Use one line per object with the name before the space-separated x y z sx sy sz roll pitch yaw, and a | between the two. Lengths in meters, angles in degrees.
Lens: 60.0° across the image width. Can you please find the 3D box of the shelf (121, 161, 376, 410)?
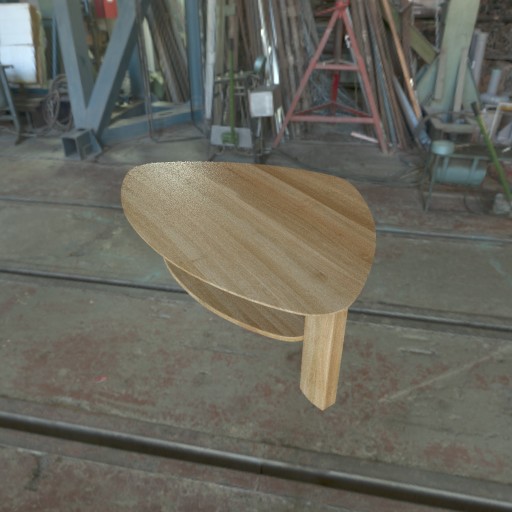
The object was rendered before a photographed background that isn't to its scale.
shelf | 0.000 0.000 1.712 0.863 0.439 1.240 -20 36 -29
